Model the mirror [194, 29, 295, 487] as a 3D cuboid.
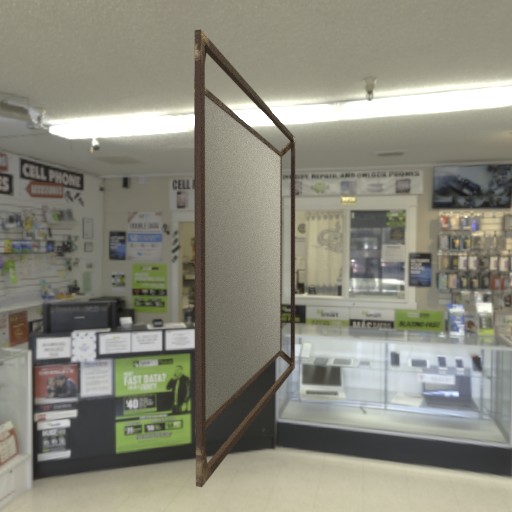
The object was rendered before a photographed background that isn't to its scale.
[{"bbox_3d":[0.000,0.000,0.887,0.032,0.610,0.610,0,1,17],"label":"mirror"}]
